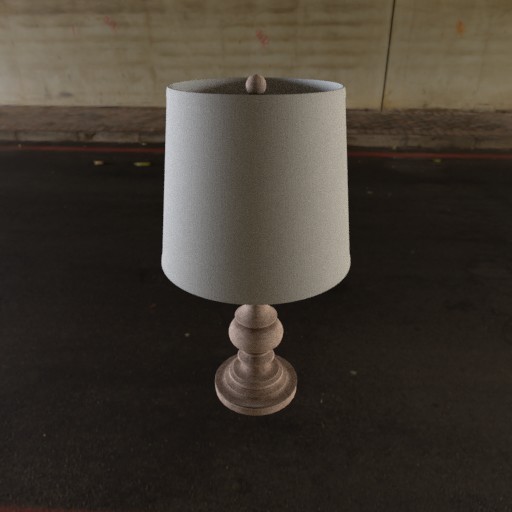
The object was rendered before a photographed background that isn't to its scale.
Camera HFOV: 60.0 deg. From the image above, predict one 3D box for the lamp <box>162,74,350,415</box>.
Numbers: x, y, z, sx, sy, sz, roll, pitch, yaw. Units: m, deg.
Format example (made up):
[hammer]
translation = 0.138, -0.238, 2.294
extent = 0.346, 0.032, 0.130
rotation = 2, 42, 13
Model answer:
[lamp]
translation = 0.000, 0.000, 0.653
extent = 0.273, 0.497, 0.273
rotation = 0, 26, 0
